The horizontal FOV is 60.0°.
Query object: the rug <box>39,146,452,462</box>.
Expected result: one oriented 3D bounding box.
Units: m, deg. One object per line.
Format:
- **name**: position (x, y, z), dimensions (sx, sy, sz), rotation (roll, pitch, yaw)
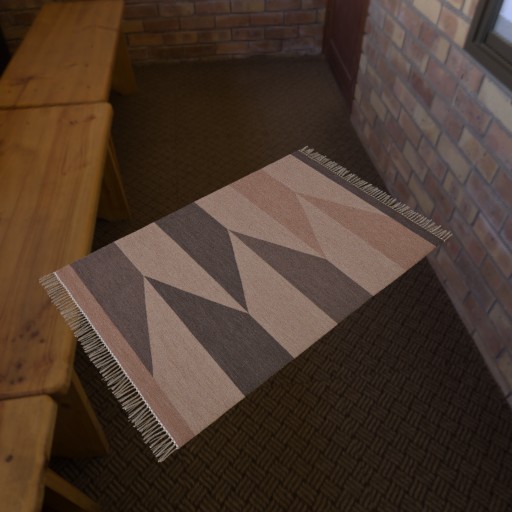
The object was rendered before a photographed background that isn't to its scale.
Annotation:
- **rug**: position (0.000, 0.000, 2.482), dimensions (2.021, 0.027, 1.224), rotation (-31, 54, -26)
